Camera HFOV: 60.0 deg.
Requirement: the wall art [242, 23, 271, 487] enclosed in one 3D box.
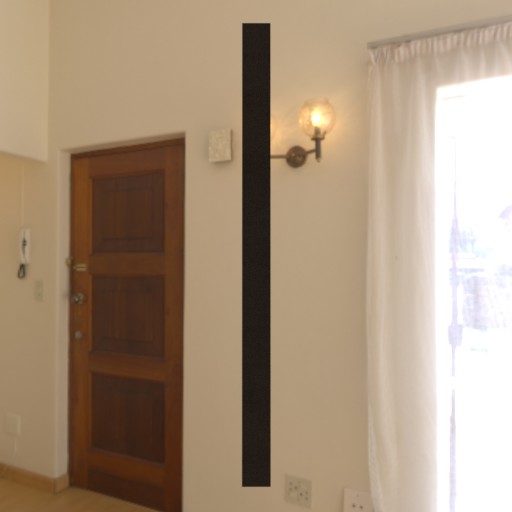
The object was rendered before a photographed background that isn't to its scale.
[{"bbox_3d":[0.000,0.000,0.755,0.034,0.552,0.455,0,-1,0],"label":"wall art"}]
